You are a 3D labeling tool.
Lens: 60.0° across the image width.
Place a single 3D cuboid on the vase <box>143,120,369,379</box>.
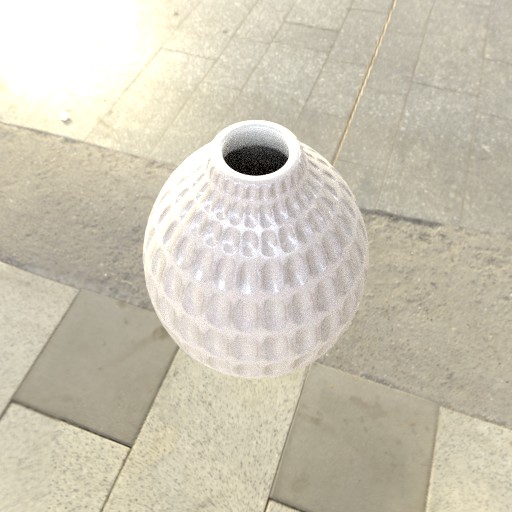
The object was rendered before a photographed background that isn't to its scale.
[{"bbox_3d":[0.000,0.000,0.257,0.128,0.167,0.128,0,57,0],"label":"vase"}]
